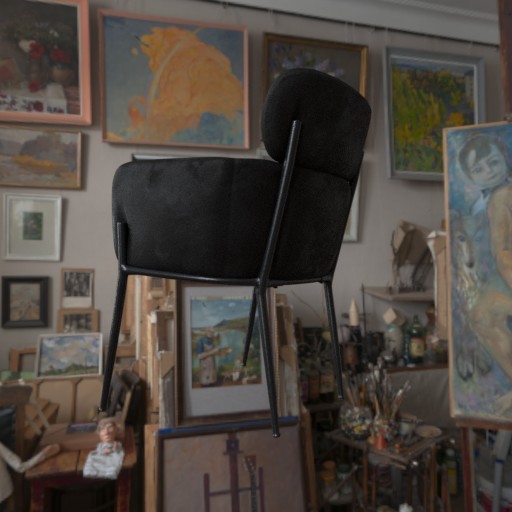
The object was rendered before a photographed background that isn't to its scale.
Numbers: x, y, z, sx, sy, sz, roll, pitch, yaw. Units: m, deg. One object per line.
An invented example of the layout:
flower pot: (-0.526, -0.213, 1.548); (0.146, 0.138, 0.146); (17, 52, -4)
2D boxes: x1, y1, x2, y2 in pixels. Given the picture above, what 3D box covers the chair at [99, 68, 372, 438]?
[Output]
chair: (0.000, 0.000, 1.244); (0.604, 0.818, 0.640); (0, 0, 37)
